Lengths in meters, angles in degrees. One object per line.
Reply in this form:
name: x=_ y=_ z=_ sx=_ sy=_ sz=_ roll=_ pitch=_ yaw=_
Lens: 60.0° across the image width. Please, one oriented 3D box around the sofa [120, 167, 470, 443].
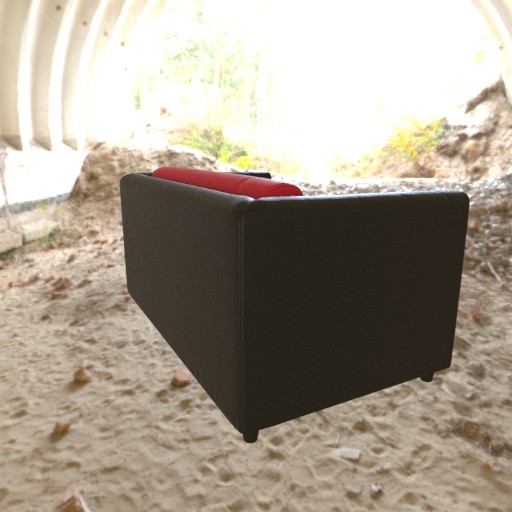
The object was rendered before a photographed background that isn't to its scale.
sofa: x=0.000 y=0.000 z=1.914 sx=0.845 sy=0.735 sz=1.410 roll=-7 pitch=16 yaw=-27
